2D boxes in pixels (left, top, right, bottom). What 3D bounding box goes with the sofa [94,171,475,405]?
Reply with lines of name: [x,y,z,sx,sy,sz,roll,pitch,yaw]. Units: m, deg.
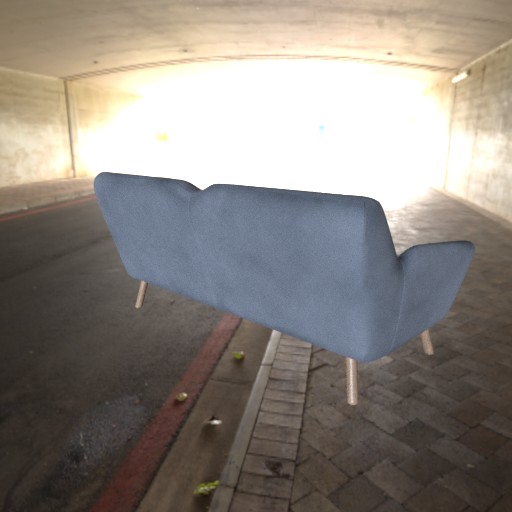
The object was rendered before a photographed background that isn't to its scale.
sofa: [0.000,0.000,2.258,1.870,0.810,0.850,13,20,41]
